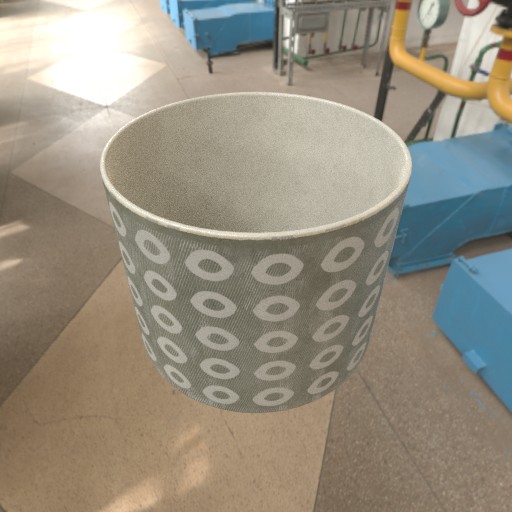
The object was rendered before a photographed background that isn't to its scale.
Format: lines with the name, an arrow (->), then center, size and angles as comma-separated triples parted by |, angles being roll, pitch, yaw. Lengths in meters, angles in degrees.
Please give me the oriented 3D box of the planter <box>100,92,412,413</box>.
planter -> 0.000, 0.000, 0.336 | 0.190, 0.181, 0.190 | 0, 40, 0
